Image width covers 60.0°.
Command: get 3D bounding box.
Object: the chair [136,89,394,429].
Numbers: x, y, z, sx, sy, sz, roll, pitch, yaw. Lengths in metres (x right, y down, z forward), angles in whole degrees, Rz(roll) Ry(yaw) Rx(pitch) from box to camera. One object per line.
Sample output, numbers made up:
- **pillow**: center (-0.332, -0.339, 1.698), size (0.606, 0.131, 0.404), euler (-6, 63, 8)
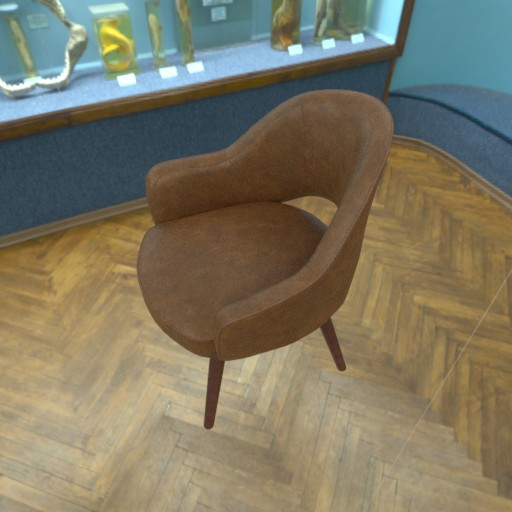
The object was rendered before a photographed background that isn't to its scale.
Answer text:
- **chair**: center (0.000, 0.000, 1.224), size (0.640, 0.777, 0.591), euler (-18, 48, -17)
